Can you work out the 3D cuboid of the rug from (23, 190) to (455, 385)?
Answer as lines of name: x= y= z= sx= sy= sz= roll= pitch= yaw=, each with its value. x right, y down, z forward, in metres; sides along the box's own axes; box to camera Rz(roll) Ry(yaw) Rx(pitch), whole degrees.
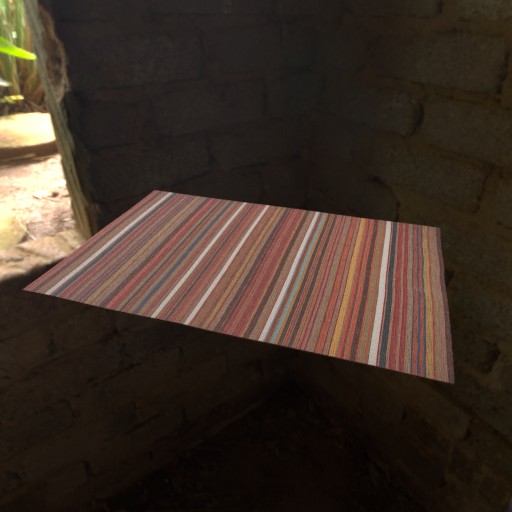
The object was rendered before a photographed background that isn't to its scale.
rug: x=0.000 y=0.000 z=2.259 sx=1.828 sy=0.007 sz=1.217 roll=9 pitch=32 yaw=15
